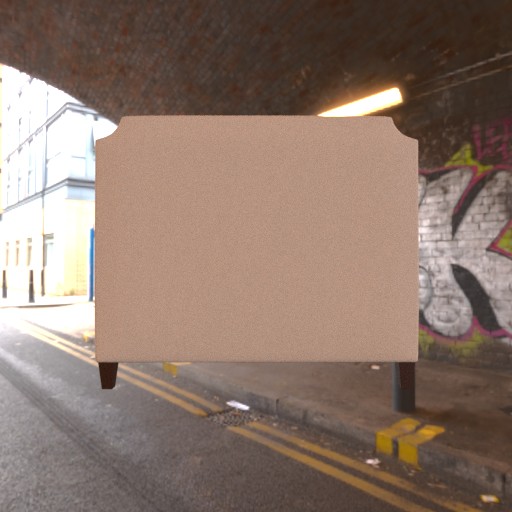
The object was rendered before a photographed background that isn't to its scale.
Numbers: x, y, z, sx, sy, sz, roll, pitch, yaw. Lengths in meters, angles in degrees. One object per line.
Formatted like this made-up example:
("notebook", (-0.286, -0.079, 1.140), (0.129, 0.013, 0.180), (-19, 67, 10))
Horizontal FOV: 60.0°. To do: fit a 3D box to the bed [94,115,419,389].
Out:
("bed", (0.000, 0.000, 3.468), (1.712, 1.443, 2.372), (0, -1, 0))
